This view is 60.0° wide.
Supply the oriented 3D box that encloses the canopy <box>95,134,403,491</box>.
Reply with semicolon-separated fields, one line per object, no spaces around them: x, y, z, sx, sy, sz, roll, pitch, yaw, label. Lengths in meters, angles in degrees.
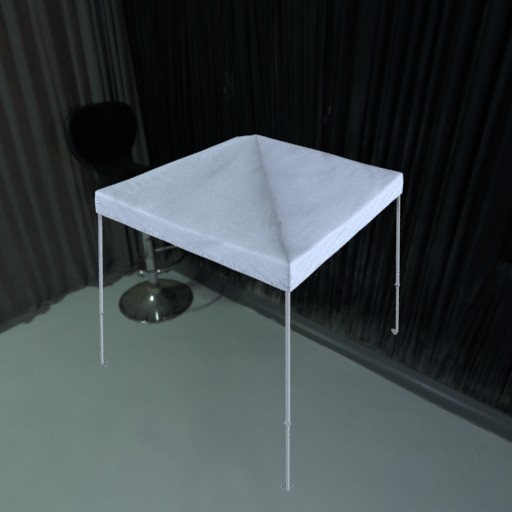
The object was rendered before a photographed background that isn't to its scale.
0.000;0.000;6.555;3.599;3.600;3.600;21;37;30;canopy
